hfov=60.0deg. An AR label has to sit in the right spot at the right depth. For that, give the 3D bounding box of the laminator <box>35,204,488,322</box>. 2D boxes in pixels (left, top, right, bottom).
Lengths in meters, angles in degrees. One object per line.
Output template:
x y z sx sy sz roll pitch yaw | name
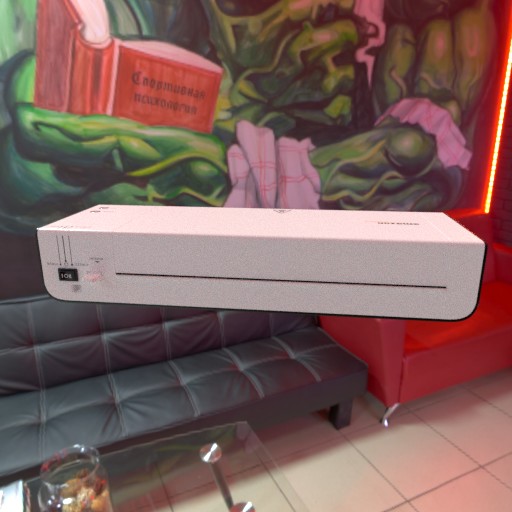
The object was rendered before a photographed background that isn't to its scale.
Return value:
0.000 0.000 0.386 0.340 0.062 0.123 2 17 7 | laminator
